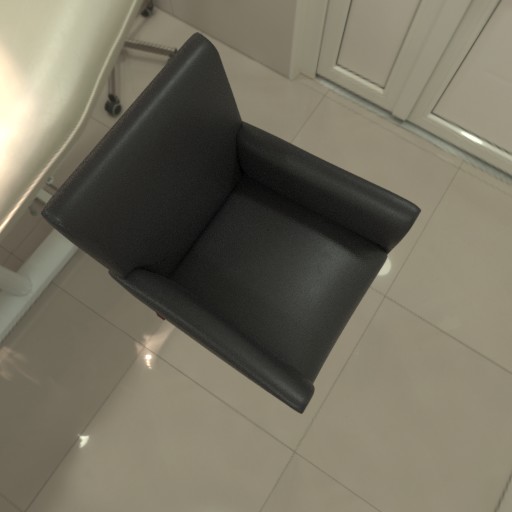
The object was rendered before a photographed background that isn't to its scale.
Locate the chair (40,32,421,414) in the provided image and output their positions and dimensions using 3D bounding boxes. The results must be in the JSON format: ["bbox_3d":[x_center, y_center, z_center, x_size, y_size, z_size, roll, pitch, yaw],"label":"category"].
[{"bbox_3d":[0.000,0.000,1.454,0.772,0.951,0.683,32,75,9],"label":"chair"}]
